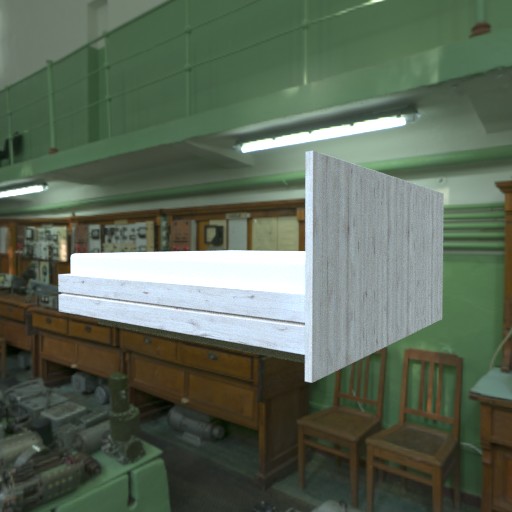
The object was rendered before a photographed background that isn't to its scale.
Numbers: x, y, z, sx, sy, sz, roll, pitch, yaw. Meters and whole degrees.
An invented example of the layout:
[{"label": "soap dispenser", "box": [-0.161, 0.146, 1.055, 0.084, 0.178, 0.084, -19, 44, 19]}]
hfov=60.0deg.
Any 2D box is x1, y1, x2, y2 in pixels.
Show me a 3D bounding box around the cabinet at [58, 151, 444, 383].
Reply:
[{"label": "cabinet", "box": [0.000, 0.000, 3.223, 2.080, 0.970, 1.950, 1, 2, 37]}]
